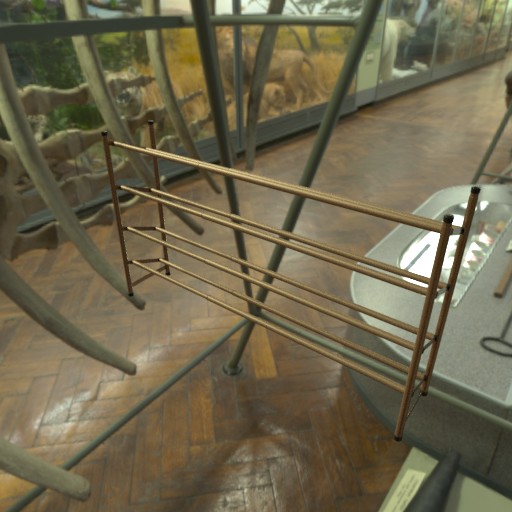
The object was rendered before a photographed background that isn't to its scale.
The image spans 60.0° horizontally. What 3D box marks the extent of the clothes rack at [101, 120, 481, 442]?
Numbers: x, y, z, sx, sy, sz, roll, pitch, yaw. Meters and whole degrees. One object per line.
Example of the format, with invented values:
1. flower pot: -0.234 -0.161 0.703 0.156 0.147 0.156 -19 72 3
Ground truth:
1. clothes rack: 0.000 0.000 1.435 1.168 0.672 0.229 21 35 32
